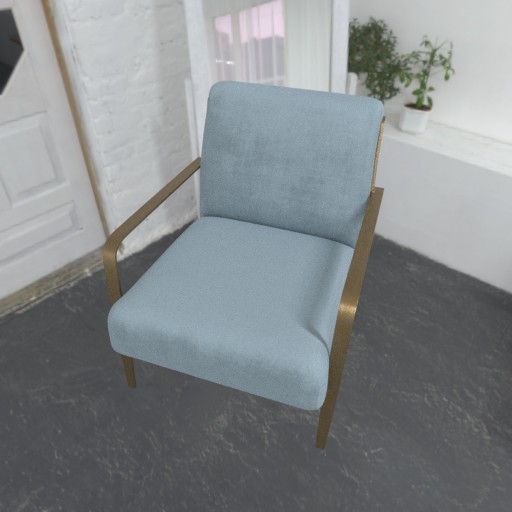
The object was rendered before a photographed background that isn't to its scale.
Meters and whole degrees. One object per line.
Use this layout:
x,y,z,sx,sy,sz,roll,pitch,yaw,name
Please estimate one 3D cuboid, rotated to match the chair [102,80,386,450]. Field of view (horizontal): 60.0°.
0.000,0.000,1.451,0.701,0.824,0.842,13,42,14,chair
